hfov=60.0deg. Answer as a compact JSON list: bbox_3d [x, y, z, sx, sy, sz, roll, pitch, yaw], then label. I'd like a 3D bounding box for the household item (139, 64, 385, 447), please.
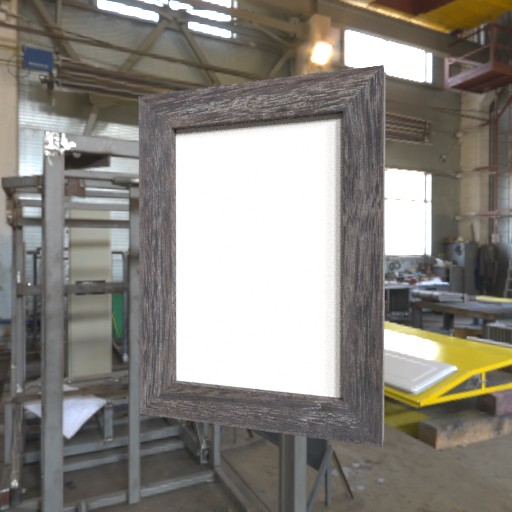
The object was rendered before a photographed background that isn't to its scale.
[{"bbox_3d":[0.000,0.000,0.239,0.133,0.180,0.020,0,1,19],"label":"household item"}]
